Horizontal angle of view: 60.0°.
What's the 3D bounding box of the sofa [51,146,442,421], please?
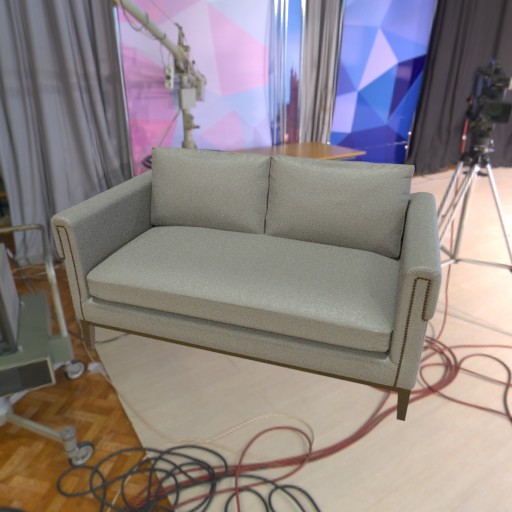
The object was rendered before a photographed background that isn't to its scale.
[{"bbox_3d":[0.000,0.000,2.146,1.598,0.873,0.899,8,27,17],"label":"sofa"}]
